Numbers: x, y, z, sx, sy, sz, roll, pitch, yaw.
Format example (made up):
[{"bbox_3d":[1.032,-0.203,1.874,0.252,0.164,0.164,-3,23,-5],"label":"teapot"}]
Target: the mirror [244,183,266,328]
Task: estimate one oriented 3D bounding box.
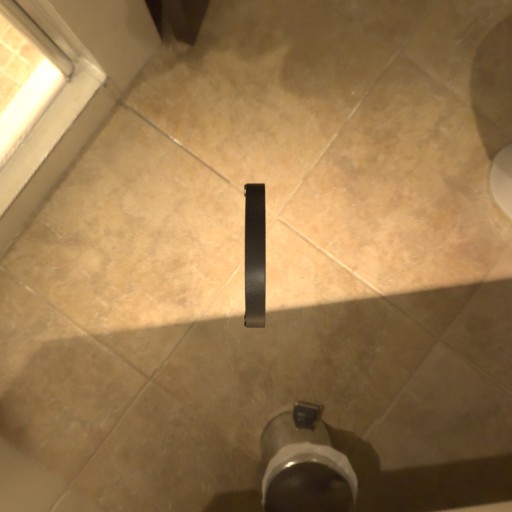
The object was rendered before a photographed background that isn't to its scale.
[{"bbox_3d":[0.000,0.000,1.080,0.032,0.991,0.222,0,90,0],"label":"mirror"}]
